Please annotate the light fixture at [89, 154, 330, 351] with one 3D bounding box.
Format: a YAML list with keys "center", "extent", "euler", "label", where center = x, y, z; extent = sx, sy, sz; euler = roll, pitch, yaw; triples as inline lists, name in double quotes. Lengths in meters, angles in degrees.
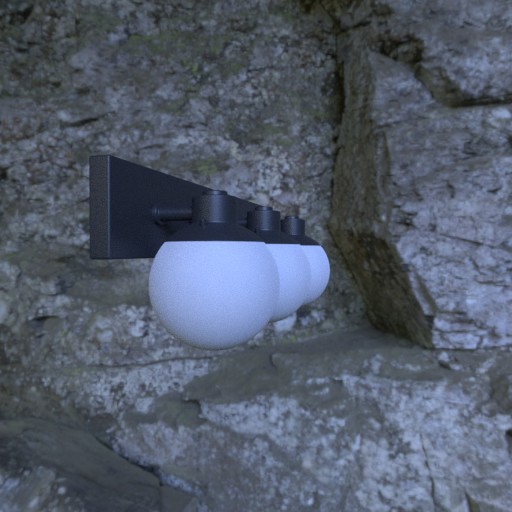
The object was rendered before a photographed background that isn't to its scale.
- center: [0.000, 0.000, 0.876]
  extent: [0.218, 0.263, 0.721]
  euler: [0, 1, 18]
  label: "light fixture"
